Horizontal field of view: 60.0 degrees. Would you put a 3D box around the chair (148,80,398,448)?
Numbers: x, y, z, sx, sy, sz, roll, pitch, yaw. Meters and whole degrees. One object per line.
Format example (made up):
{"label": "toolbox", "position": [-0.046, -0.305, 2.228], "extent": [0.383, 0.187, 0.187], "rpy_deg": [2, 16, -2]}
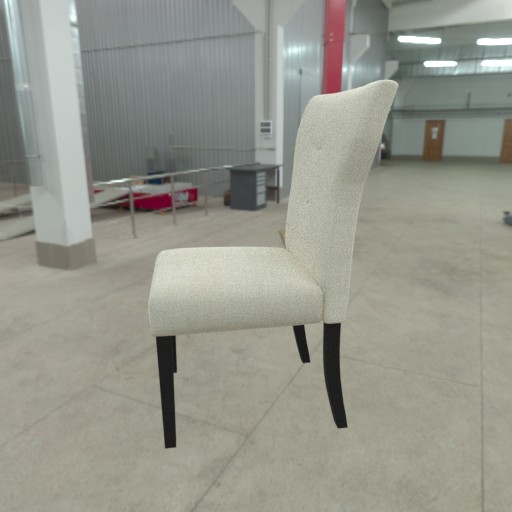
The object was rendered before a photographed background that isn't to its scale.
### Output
{"label": "chair", "position": [0.000, 0.000, 1.282], "extent": [0.597, 0.921, 0.509], "rpy_deg": [-3, 16, -9]}
